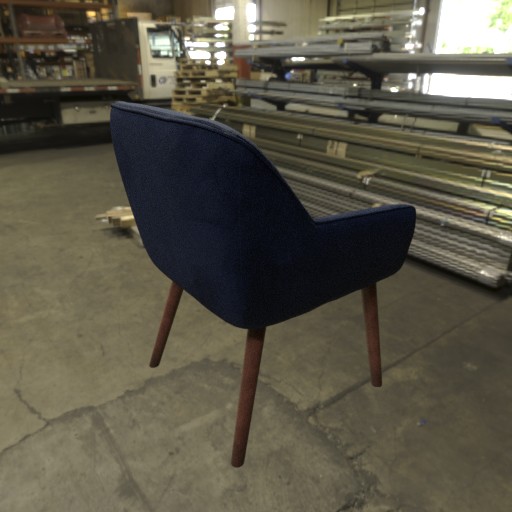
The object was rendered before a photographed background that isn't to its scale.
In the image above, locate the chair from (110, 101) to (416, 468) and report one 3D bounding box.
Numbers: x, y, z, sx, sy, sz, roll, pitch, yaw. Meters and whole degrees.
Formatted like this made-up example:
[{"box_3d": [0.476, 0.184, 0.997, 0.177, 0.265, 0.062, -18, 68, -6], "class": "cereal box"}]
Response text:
[{"box_3d": [0.000, 0.000, 1.229, 0.600, 0.820, 0.600, -17, 30, -33], "class": "chair"}]
